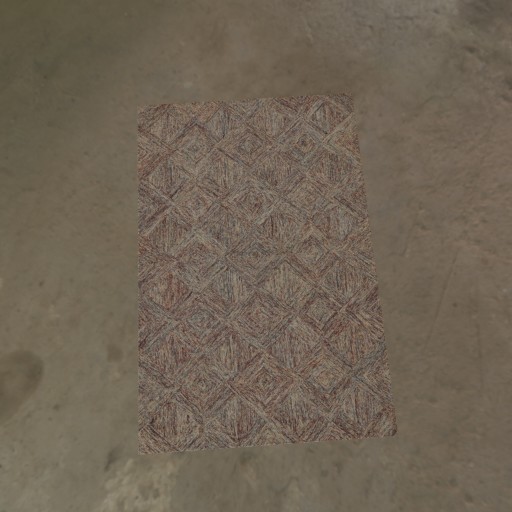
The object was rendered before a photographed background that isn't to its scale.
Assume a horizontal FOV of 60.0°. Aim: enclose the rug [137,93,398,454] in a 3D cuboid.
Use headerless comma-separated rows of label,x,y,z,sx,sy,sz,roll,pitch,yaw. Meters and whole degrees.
rug,0.000,0.000,2.867,1.523,0.019,2.285,-4,76,-1
